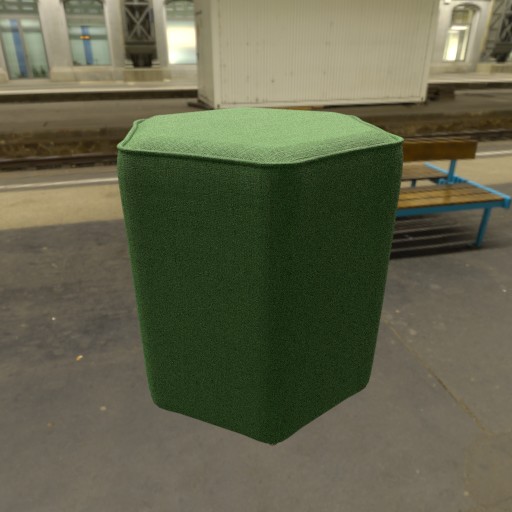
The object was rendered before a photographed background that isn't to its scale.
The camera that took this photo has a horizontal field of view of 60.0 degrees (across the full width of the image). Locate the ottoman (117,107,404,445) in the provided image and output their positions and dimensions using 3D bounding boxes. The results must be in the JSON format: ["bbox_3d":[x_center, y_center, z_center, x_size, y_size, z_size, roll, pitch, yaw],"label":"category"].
[{"bbox_3d":[0.000,0.000,0.866,0.499,0.507,0.444,-18,31,-33],"label":"ottoman"}]
